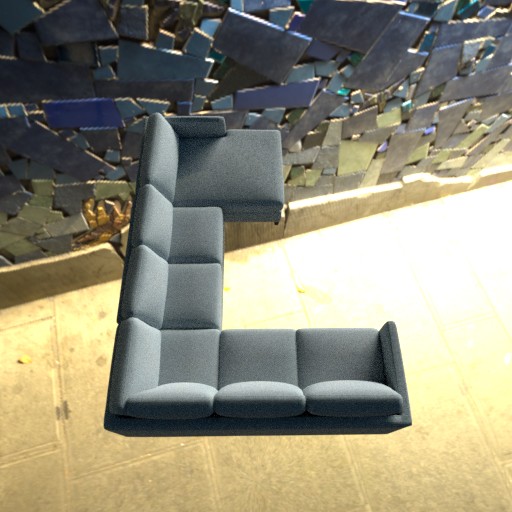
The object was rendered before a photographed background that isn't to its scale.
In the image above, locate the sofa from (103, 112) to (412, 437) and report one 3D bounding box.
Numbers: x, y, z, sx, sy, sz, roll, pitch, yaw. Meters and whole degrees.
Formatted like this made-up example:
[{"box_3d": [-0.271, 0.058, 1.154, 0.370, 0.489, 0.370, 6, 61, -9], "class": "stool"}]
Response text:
[{"box_3d": [0.000, 0.000, 4.556, 2.551, 0.889, 3.403, -1, 63, 0], "class": "sofa"}]
